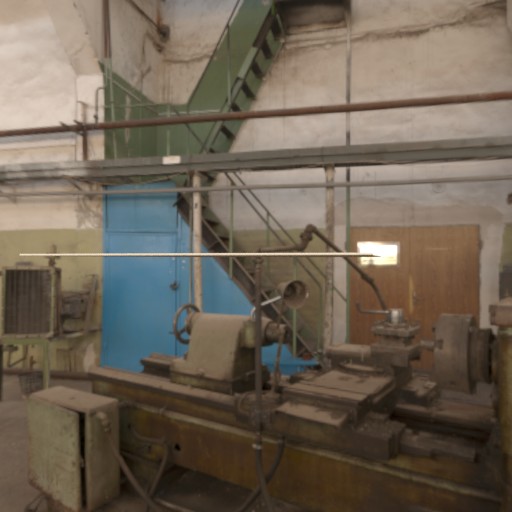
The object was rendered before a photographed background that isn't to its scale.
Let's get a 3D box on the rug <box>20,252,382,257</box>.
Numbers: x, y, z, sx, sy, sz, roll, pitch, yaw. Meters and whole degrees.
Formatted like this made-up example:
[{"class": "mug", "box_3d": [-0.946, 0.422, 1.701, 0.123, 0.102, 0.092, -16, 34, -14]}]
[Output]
[{"class": "rug", "box_3d": [0.000, 0.000, 2.836, 1.522, 0.008, 2.284, 0, 0, 16]}]
